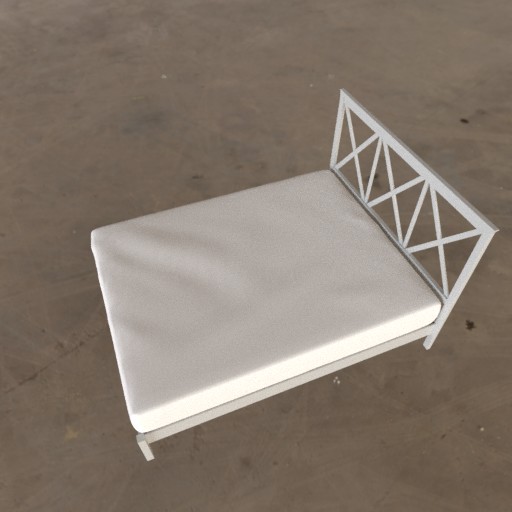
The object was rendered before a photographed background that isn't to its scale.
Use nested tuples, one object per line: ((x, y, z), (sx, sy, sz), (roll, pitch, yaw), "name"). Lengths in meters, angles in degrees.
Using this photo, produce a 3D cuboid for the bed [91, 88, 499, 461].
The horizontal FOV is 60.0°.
((0.000, 0.000, 3.086), (2.135, 1.253, 1.673), (-17, 50, -15), "bed")
